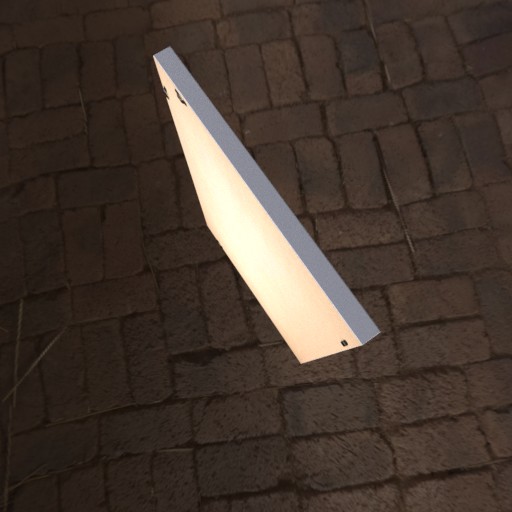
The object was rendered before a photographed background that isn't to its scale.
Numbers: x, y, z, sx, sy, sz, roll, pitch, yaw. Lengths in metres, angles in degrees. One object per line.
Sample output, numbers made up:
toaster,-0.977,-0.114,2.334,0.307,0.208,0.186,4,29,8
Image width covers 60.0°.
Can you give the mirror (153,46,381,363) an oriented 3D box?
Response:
mirror,0.000,0.000,1.164,0.041,0.914,0.609,-33,77,-8
